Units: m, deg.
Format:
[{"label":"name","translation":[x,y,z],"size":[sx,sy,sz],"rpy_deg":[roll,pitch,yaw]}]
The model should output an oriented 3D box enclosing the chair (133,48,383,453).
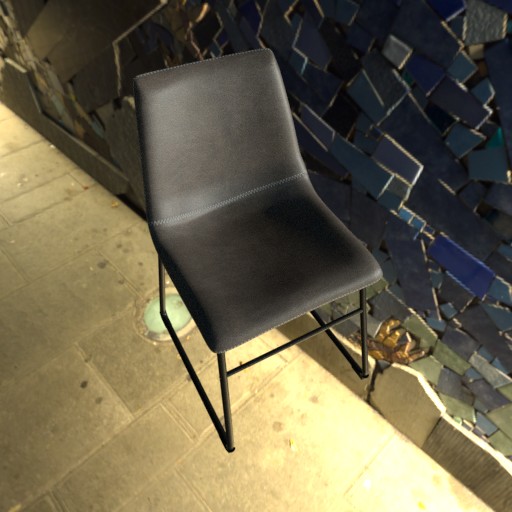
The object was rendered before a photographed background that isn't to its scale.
[{"label":"chair","translation":[0.000,0.000,1.109],"size":[0.460,0.780,0.550],"rpy_deg":[-22,50,-19]}]
